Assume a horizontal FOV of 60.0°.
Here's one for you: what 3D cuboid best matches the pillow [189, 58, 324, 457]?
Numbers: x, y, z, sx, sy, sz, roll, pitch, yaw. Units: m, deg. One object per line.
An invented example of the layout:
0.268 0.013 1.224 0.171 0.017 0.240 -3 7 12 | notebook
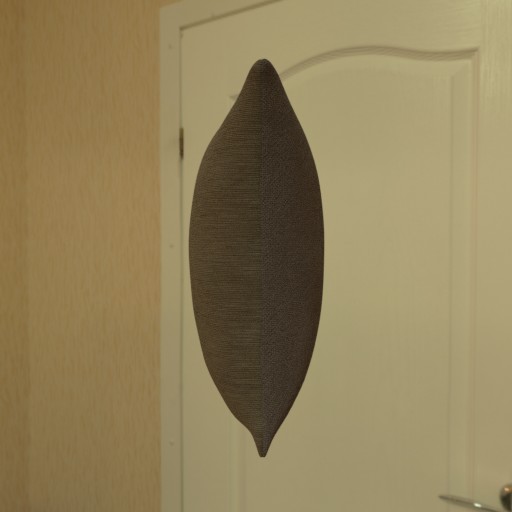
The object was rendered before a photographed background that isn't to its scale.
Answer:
0.000 0.000 0.695 0.204 0.439 0.452 0 1 0 | pillow
